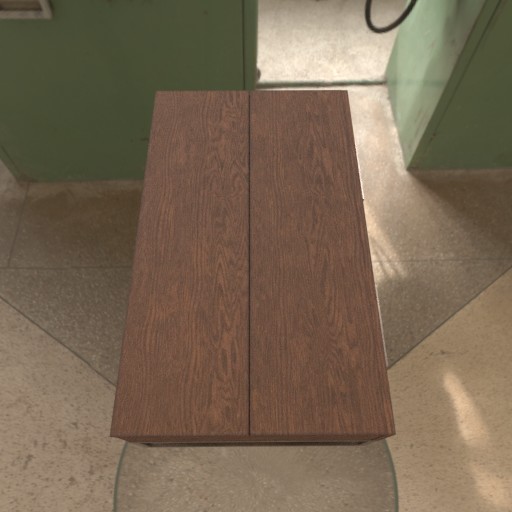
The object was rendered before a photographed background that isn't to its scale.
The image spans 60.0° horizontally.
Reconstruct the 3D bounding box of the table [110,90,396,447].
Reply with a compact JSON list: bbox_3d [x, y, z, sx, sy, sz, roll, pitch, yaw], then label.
[{"bbox_3d":[0.000,0.000,1.503,0.719,0.361,1.167,0,63,0],"label":"table"}]
